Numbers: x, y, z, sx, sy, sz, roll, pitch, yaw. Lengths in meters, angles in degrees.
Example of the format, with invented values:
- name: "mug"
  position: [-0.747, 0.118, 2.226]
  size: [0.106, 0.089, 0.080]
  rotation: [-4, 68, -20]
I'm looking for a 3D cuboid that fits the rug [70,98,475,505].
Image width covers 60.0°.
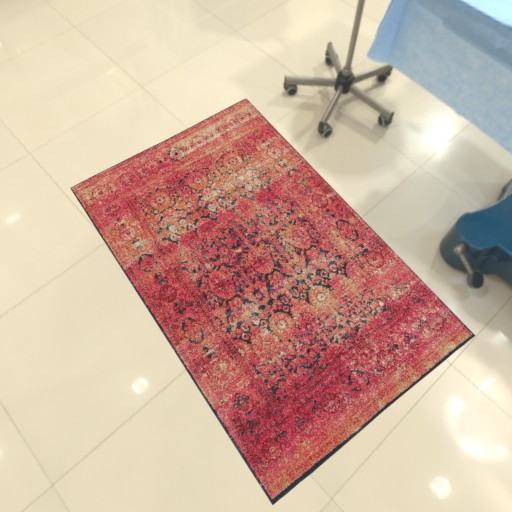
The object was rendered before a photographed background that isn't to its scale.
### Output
- name: "rug"
  position: [0.000, 0.000, 2.937]
  size: [1.539, 0.018, 2.449]
  rotation: [-33, 67, -15]
